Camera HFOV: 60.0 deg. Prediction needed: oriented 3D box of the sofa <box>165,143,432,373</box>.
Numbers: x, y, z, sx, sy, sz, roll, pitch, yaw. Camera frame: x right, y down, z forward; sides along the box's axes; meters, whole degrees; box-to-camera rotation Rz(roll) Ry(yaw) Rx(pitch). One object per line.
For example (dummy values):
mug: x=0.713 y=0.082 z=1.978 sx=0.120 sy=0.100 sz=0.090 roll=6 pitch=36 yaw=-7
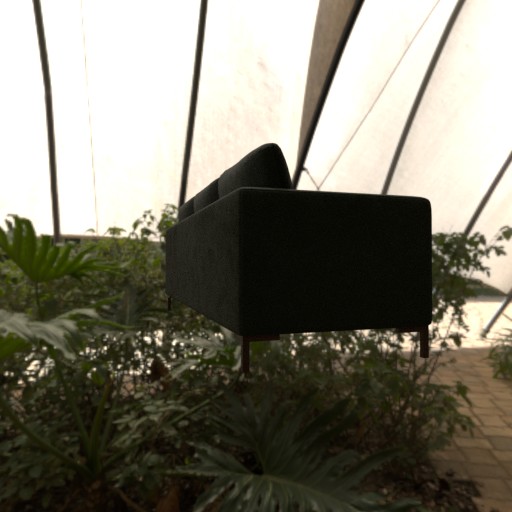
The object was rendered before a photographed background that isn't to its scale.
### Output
sofa: x=0.000 y=0.000 z=2.751 sx=0.859 sy=0.870 sz=2.218 roll=0 pitch=-1 yaw=-18
